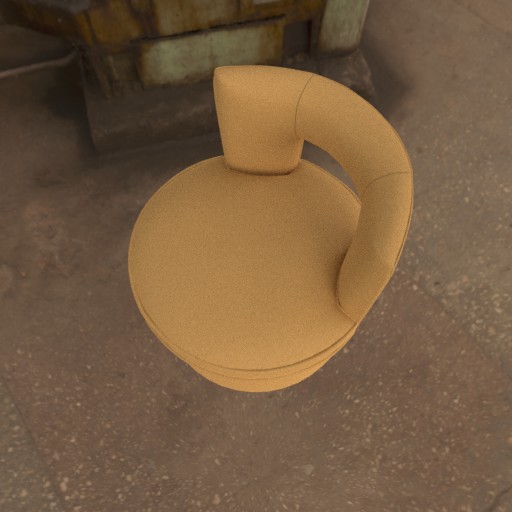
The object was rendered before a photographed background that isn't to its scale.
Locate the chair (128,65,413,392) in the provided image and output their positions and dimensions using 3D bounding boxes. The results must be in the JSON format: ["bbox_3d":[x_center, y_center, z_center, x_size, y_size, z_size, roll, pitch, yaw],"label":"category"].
[{"bbox_3d":[0.000,0.000,1.194,0.665,0.723,0.650,-31,67,-15],"label":"chair"}]
